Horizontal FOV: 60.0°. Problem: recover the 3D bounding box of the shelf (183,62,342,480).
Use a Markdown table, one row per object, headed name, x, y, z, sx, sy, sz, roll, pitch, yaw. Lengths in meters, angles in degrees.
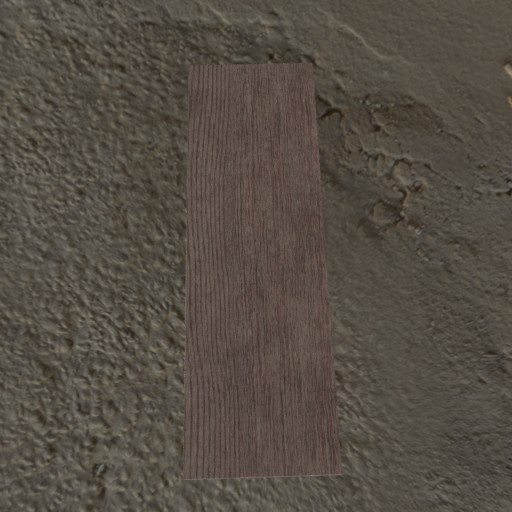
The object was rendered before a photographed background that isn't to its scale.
| name | x | y | z | sx | sy | sz | roll | pitch | yaw |
| --- | --- | --- | --- | --- | --- | --- | --- | --- | --- |
| shelf | 0.000 | 0.000 | 0.696 | 0.200 | 0.125 | 0.610 | -2 | 75 | 0 |
